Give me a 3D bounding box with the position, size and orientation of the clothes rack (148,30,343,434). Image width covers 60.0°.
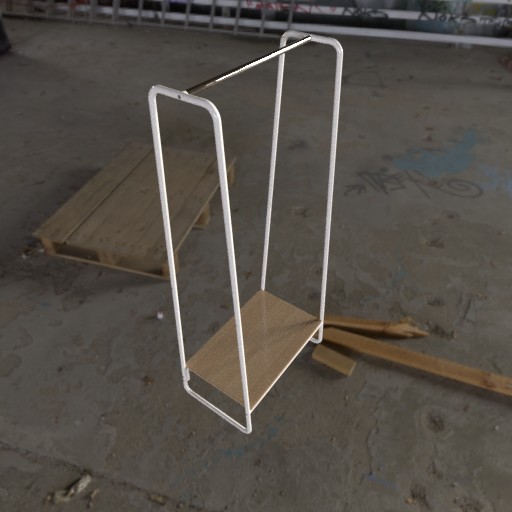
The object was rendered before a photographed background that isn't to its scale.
[{"bbox_3d":[0.000,0.000,1.764,0.400,1.500,0.640,26,47,26],"label":"clothes rack"}]
